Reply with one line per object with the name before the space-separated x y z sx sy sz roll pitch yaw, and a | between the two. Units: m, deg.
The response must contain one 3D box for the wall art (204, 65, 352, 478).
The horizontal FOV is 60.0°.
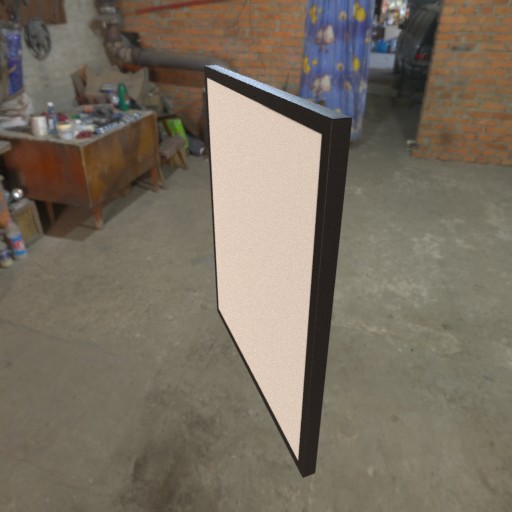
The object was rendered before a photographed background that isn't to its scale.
wall art | 0.000 0.000 0.695 0.021 0.509 0.430 -11 31 -18
